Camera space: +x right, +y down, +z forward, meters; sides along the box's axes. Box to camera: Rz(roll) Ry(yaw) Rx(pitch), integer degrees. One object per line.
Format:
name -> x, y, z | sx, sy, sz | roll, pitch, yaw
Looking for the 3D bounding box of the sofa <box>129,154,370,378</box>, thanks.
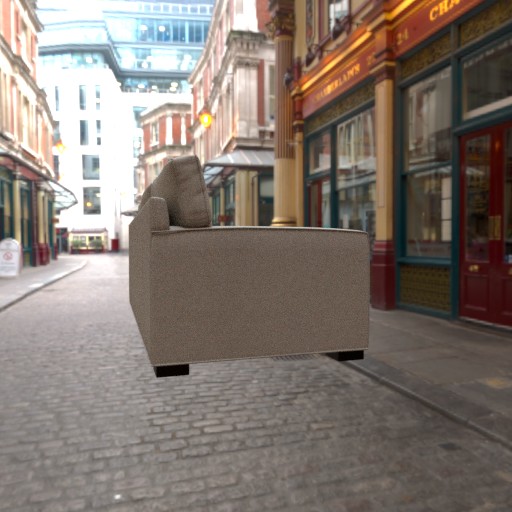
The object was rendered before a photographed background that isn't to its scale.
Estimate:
sofa -> 0.000, 0.000, 2.843 | 1.496, 0.861, 2.087 | 0, 1, -18
